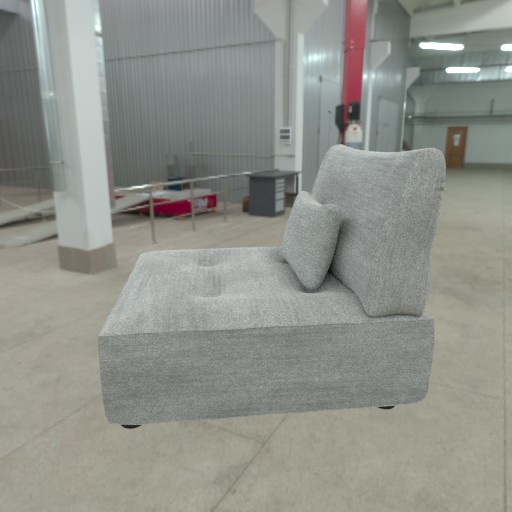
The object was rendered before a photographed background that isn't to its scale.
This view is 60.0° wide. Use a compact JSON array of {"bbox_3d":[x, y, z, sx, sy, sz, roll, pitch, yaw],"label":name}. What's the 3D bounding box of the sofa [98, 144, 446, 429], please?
[{"bbox_3d":[0.000,0.000,1.701,1.000,0.820,0.930,-2,15,-7],"label":"sofa"}]
